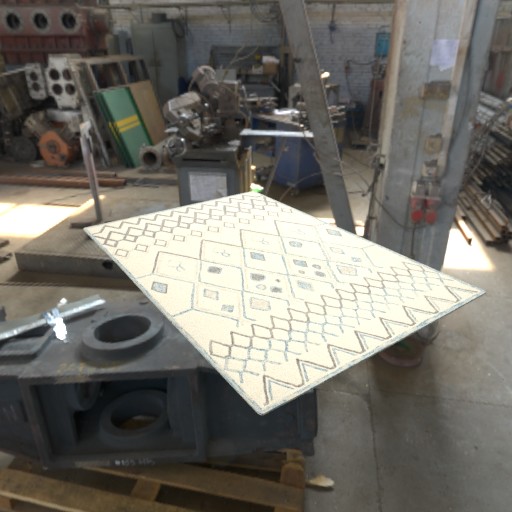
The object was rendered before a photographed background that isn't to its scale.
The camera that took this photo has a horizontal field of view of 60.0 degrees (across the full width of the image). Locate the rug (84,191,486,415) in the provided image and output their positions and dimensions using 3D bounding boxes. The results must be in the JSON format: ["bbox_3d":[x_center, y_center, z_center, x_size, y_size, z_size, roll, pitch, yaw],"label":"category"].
[{"bbox_3d":[0.000,0.000,2.333,1.260,0.009,1.820,-17,31,-32],"label":"rug"}]
